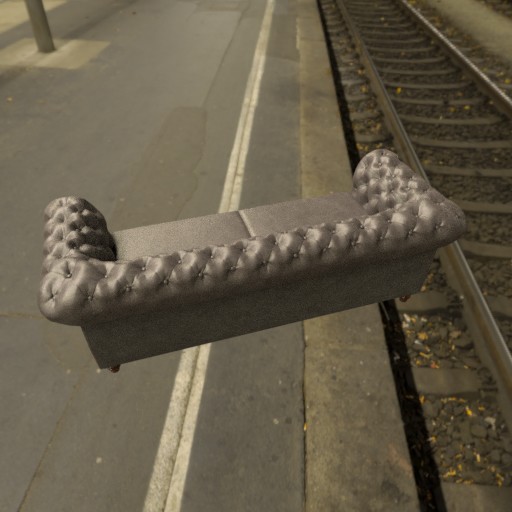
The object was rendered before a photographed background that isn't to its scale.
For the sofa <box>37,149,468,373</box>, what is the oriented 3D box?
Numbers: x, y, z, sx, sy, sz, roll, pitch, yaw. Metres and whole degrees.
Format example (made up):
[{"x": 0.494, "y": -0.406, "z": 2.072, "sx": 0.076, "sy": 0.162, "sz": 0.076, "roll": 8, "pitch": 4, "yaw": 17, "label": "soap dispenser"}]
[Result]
[{"x": 0.000, "y": 0.000, "z": 2.773, "sx": 2.385, "sy": 0.783, "sz": 0.944, "roll": -11, "pitch": 40, "yaw": -13, "label": "sofa"}]
